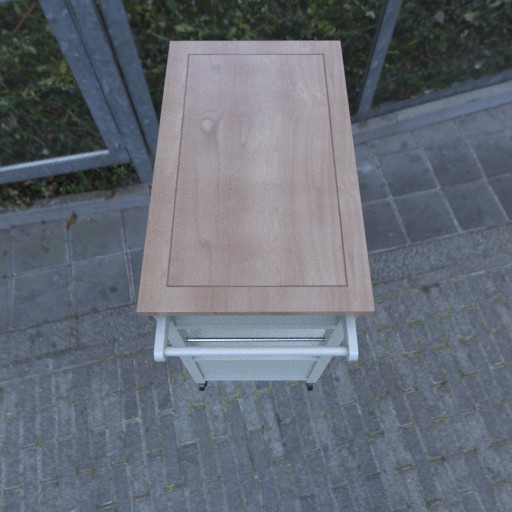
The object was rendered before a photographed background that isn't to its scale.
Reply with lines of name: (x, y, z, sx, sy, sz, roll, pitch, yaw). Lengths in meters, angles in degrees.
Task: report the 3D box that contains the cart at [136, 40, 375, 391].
cart: (0.000, 0.000, 1.403, 0.459, 0.901, 0.840, 0, 63, 0)
